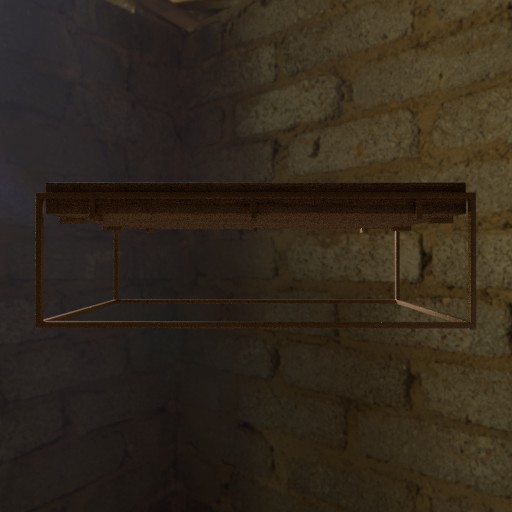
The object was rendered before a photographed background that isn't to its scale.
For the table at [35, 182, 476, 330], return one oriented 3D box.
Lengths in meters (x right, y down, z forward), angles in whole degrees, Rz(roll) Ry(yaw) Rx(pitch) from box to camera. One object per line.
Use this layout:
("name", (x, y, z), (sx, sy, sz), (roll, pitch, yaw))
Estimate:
("table", (0.000, 0.000, 1.780), (1.387, 0.468, 0.775), (0, 0, 0))
